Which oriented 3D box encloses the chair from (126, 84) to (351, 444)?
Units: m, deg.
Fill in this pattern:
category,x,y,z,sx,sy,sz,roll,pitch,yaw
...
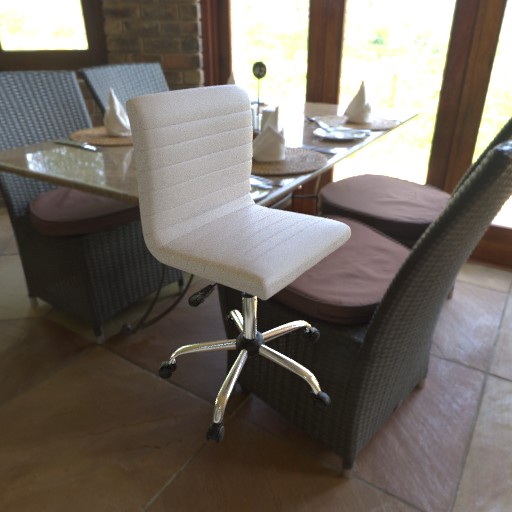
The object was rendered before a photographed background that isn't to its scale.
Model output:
category,x,y,z,sx,sy,sz,roll,pitch,yaw
chair,0.000,0.000,1.083,0.455,0.750,0.520,18,31,32
